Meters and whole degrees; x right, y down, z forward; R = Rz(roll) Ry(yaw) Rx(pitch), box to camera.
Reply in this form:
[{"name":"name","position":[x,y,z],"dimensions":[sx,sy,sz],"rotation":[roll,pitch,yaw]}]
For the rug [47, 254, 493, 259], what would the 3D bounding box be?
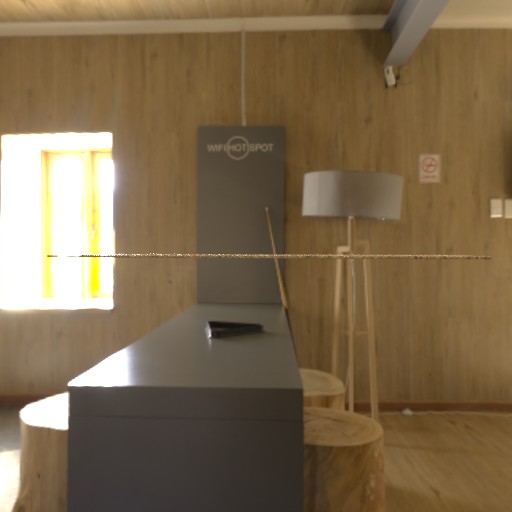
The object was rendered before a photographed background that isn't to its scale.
[{"name":"rug","position":[0.000,0.000,2.524],"dimensions":[2.290,0.014,0.700],"rotation":[0,1,17]}]
